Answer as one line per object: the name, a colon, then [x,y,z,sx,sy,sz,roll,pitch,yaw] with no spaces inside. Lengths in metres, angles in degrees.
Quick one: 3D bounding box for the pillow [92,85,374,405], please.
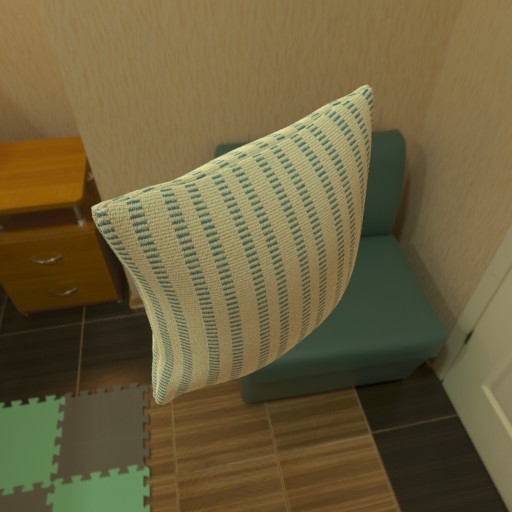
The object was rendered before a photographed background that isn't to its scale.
pillow: [0.000,0.000,0.688,0.438,0.419,0.247,-31,54,-27]
